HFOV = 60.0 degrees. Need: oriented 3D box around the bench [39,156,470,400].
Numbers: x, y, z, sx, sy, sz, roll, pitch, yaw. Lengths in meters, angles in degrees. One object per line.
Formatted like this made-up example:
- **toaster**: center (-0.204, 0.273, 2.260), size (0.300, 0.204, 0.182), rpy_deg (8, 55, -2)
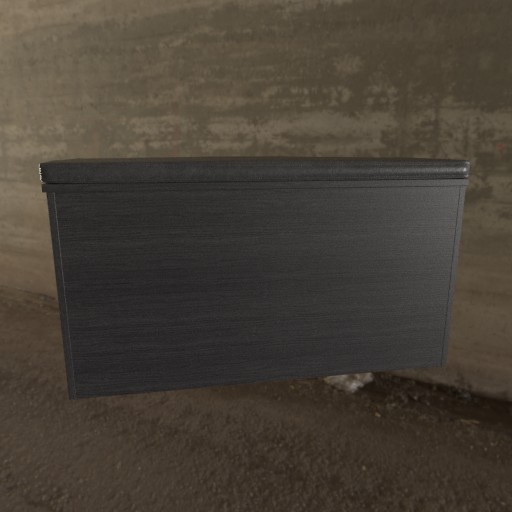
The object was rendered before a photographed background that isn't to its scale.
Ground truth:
- **bench**: center (0.000, 0.000, 1.156), size (0.905, 0.501, 0.401), rpy_deg (-2, 14, -10)
